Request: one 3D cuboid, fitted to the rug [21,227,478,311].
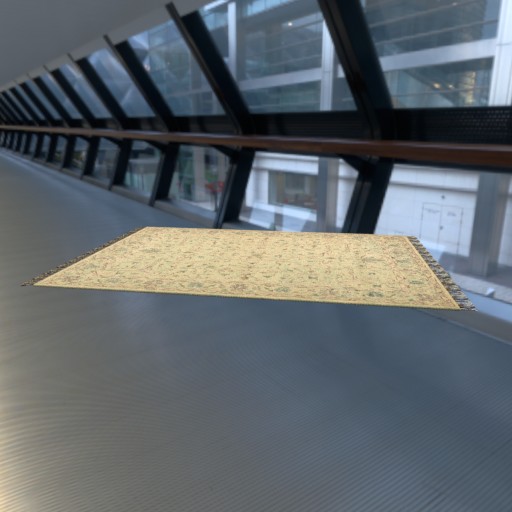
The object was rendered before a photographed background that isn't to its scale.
[{"bbox_3d":[0.000,0.000,2.297,1.802,0.008,1.247,2,16,9],"label":"rug"}]
